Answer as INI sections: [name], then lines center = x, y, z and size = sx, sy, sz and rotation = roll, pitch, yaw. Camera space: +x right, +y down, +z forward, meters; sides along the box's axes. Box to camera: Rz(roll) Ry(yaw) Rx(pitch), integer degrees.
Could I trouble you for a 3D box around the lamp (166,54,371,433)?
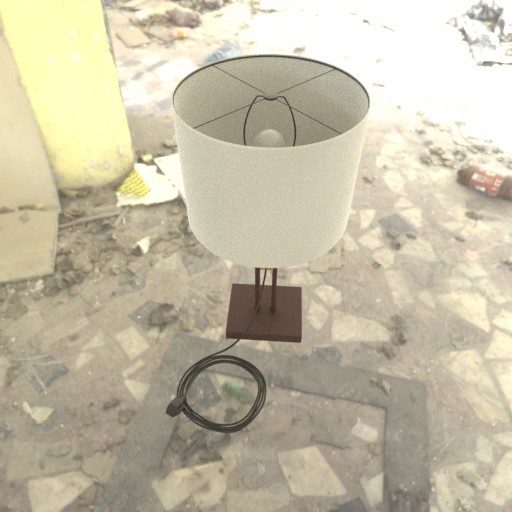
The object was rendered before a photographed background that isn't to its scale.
[lamp]
center = 0.000, 0.000, 0.979
size = 0.396, 0.668, 0.525
rotation = 3, 46, 3
